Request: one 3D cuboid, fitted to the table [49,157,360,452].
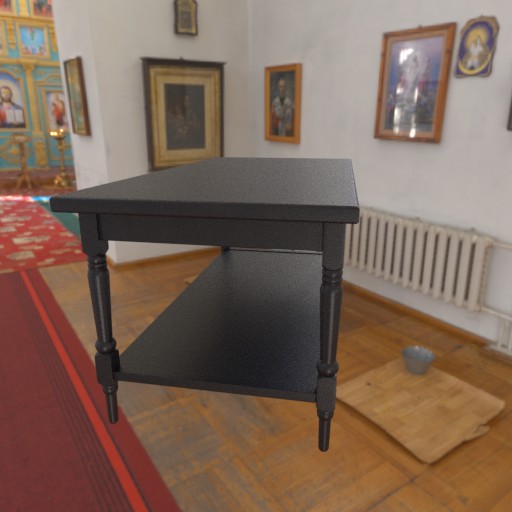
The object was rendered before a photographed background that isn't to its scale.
[{"bbox_3d":[0.000,0.000,1.344,0.550,0.510,1.107,3,17,11],"label":"table"}]
